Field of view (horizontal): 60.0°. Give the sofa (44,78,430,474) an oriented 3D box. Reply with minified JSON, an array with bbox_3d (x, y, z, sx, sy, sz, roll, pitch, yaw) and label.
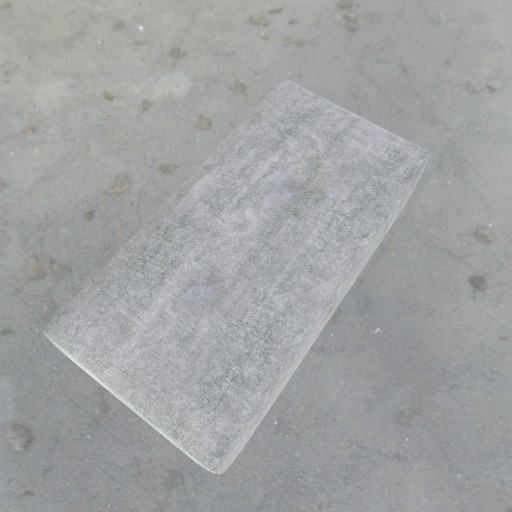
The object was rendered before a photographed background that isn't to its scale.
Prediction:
[{"bbox_3d":[0.000,0.000,1.144,0.480,0.330,0.930,33,68,15],"label":"sofa"}]
